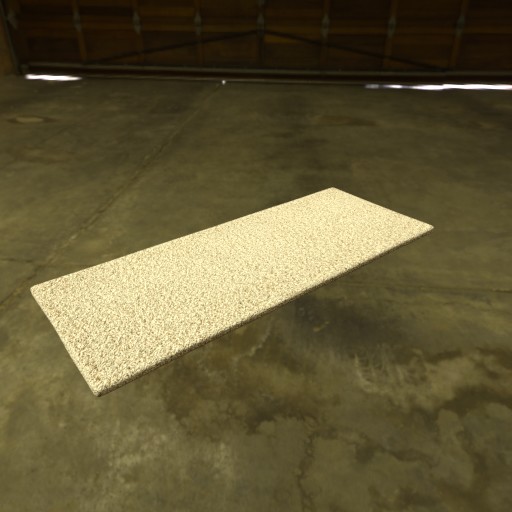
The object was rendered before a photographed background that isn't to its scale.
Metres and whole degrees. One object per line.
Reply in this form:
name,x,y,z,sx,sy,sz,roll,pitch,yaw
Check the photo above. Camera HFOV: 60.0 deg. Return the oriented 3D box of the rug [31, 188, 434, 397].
rug,0.000,0.000,1.743,1.524,0.030,0.609,-22,36,-33
